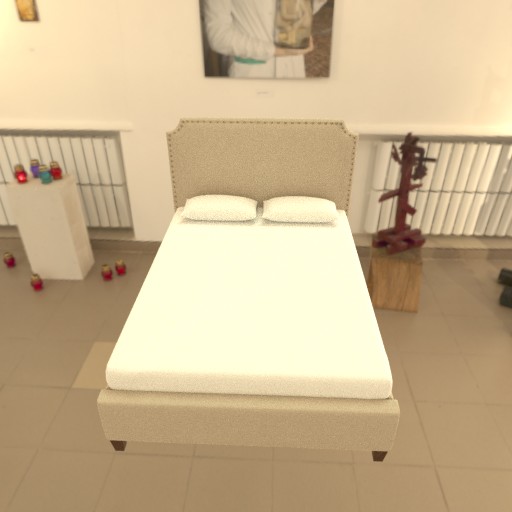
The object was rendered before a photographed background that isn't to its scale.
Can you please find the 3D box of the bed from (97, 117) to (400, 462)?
[{"bbox_3d":[0.000,0.000,3.293,1.713,1.443,2.372,1,32,2],"label":"bed"}]
